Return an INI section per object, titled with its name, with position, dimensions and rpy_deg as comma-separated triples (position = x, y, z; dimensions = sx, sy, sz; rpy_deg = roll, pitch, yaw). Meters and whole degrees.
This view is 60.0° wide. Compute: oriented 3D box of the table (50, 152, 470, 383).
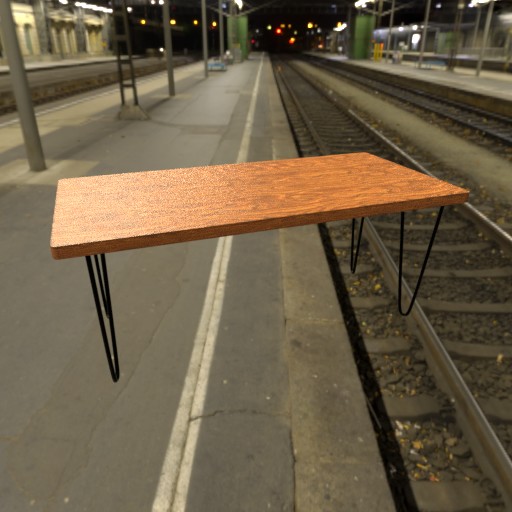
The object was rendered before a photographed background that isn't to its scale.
[table]
position = 0.000, 0.000, 2.292
dimensions = 1.791, 0.753, 0.883
rpy_deg = -9, 27, -18
